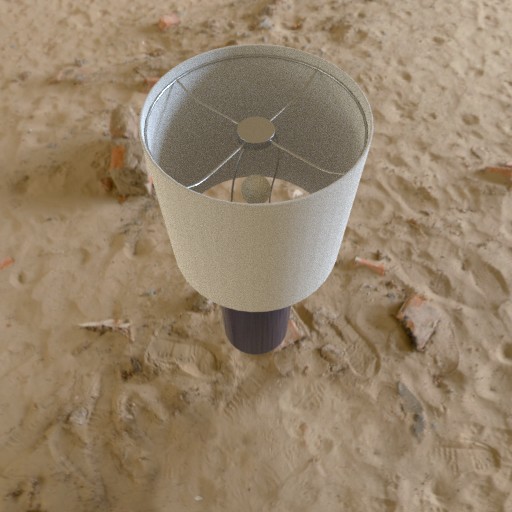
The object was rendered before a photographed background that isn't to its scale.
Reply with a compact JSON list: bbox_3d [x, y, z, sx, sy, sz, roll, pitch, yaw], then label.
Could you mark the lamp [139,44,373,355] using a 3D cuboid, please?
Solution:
[{"bbox_3d":[0.000,0.000,0.612,0.212,0.493,0.212,34,64,19],"label":"lamp"}]
